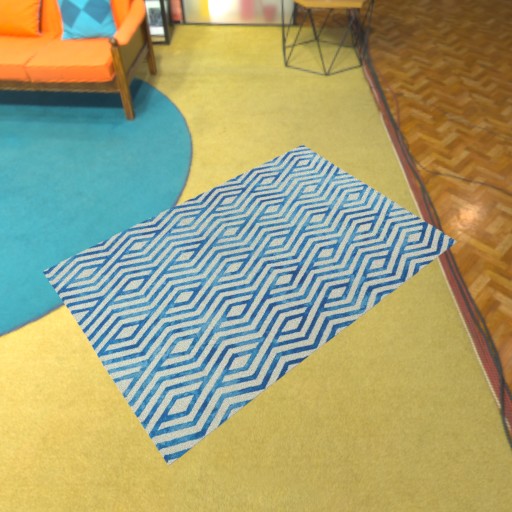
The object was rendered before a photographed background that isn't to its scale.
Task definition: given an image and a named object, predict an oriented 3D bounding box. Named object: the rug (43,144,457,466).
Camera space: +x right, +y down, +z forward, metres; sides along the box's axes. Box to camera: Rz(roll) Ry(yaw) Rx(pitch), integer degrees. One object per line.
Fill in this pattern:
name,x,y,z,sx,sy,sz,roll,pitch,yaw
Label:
rug,0.000,0.000,2.344,1.830,0.008,1.225,-31,54,-26
